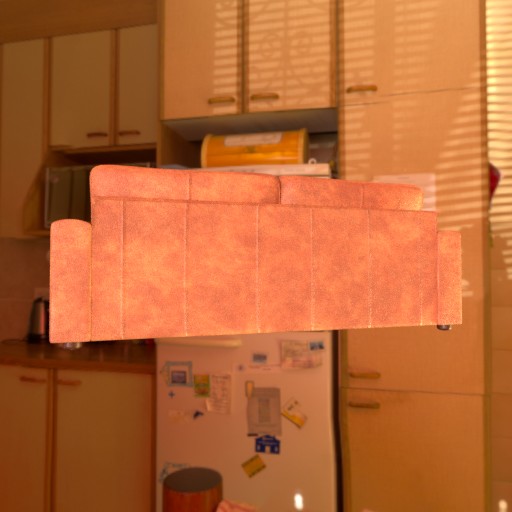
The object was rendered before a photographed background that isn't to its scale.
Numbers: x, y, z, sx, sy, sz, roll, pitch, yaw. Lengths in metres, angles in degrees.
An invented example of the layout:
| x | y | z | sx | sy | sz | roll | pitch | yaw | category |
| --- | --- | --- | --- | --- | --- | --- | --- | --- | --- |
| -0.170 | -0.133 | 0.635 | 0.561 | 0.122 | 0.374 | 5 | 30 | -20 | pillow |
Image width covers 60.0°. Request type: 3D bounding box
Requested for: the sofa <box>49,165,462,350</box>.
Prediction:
| x | y | z | sx | sy | sz | roll | pitch | yaw | category |
| --- | --- | --- | --- | --- | --- | --- | --- | --- | --- |
| 0.000 | 0.000 | 2.714 | 2.179 | 0.873 | 1.016 | 0 | -1 | -17 | sofa |
